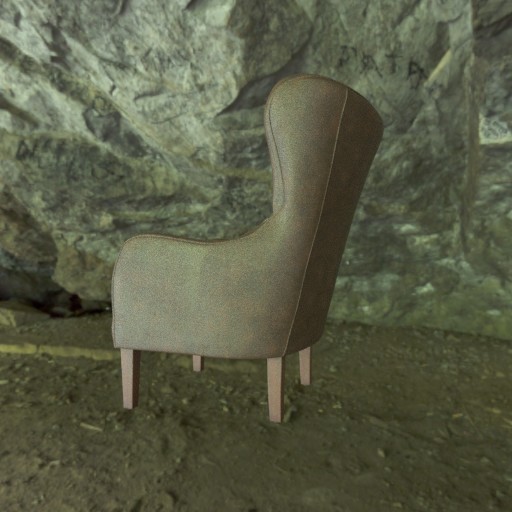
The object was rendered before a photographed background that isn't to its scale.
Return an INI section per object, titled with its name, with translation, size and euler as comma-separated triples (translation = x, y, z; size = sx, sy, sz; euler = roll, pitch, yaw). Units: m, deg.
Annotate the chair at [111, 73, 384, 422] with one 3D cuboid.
[chair]
translation = 0.000, 0.000, 1.650
size = 0.914, 1.048, 0.692
euler = 0, 0, 19
